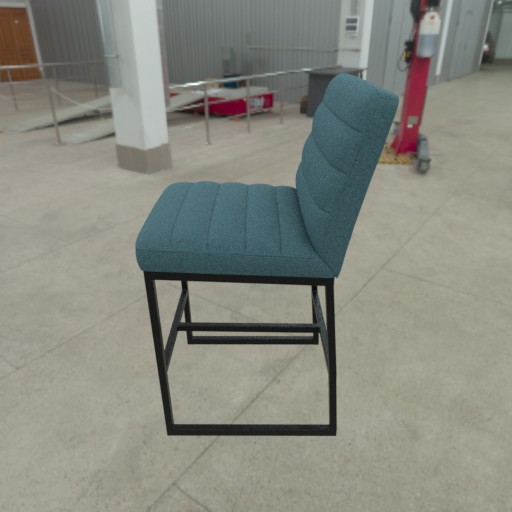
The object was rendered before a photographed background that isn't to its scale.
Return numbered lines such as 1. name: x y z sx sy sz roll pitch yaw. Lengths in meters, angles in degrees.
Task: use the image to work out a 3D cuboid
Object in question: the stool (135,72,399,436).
1. stool: 0.000 0.000 1.257 0.560 0.940 0.460 0 27 0
